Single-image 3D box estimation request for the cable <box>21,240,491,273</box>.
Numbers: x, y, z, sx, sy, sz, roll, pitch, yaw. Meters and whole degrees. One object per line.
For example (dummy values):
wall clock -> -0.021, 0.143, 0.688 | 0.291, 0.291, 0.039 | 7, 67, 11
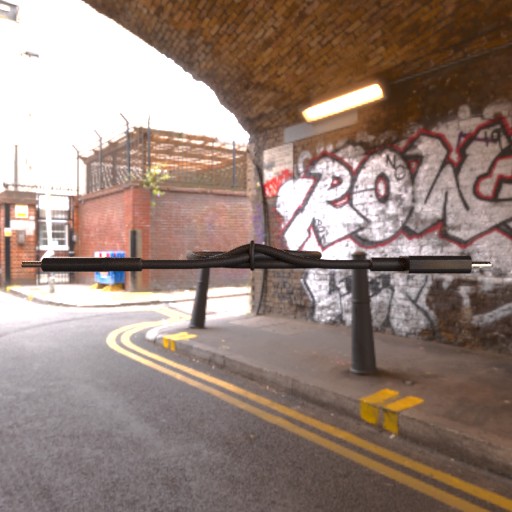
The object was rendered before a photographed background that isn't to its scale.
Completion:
cable -> 0.000, 0.000, 0.213 | 0.192, 0.014, 0.070 | 0, 0, 0
